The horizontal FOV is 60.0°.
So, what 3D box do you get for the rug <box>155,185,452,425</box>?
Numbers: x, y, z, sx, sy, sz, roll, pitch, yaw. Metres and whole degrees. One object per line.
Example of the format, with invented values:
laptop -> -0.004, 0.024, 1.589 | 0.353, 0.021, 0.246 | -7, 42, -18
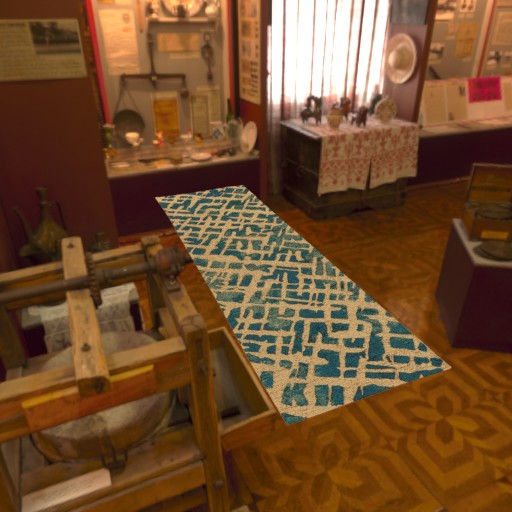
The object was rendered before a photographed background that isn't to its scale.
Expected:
rug -> 0.000, 0.000, 2.721 | 0.768, 0.011, 2.446 | -11, 31, -20
